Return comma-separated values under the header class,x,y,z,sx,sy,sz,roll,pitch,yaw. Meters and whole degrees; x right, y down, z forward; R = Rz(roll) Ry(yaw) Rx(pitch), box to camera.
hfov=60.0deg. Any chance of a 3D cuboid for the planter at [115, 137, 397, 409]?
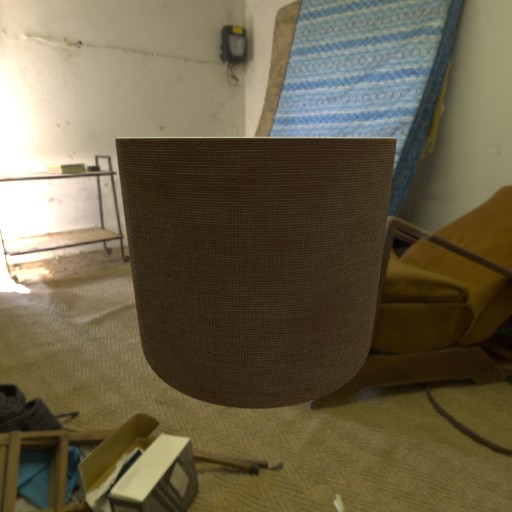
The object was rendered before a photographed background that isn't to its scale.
class,x,y,z,sx,sy,sz,roll,pitch,yaw
planter,0.000,0.000,0.774,0.440,0.398,0.440,0,15,0
